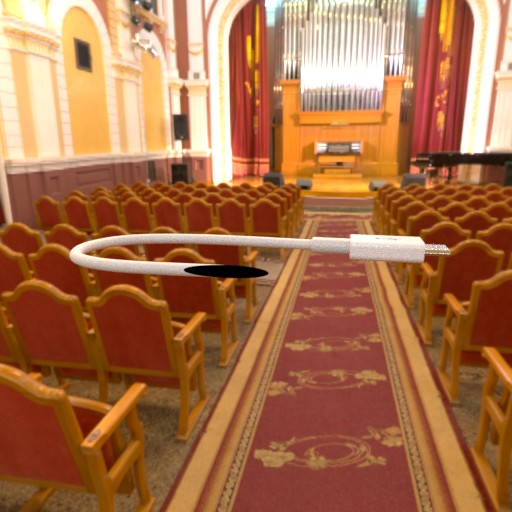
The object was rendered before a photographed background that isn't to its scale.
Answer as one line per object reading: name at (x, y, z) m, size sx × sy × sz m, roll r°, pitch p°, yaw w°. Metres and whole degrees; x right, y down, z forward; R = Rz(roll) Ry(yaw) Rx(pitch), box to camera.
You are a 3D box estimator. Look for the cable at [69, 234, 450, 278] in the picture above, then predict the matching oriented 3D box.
cable at (0.000, 0.000, 0.113) m, size 0.098 × 0.006 × 0.040 m, roll 3°, pitch 15°, yaw 11°
